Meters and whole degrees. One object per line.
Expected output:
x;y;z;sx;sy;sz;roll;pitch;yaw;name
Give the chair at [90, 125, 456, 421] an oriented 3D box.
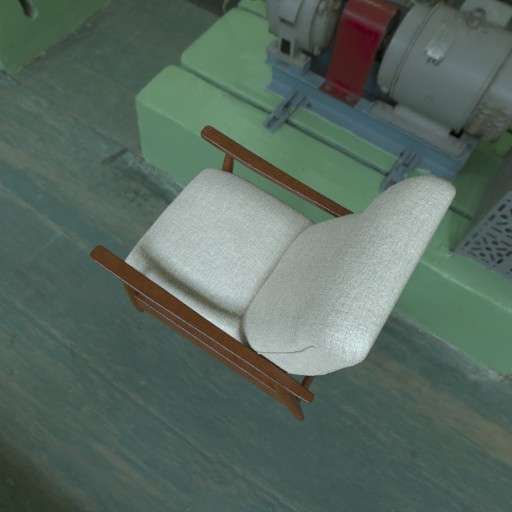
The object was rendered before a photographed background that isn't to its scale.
0.000;0.000;1.756;1.014;1.082;0.762;31;68;14;chair
